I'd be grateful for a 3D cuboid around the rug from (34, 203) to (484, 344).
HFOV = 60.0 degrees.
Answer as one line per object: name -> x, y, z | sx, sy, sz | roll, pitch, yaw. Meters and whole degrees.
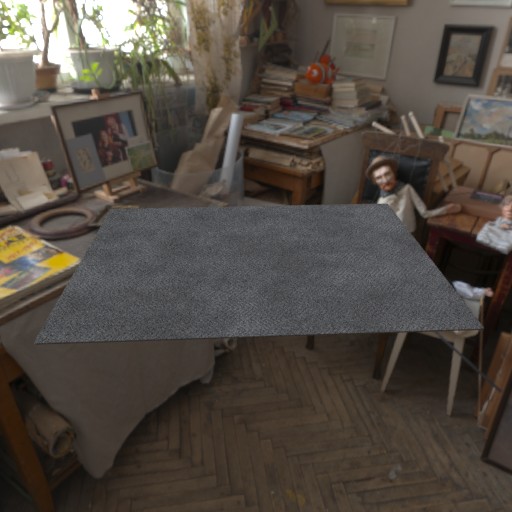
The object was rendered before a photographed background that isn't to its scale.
rug -> 0.000, 0.000, 2.884 | 2.235, 0.008, 1.600 | -1, 30, -2
